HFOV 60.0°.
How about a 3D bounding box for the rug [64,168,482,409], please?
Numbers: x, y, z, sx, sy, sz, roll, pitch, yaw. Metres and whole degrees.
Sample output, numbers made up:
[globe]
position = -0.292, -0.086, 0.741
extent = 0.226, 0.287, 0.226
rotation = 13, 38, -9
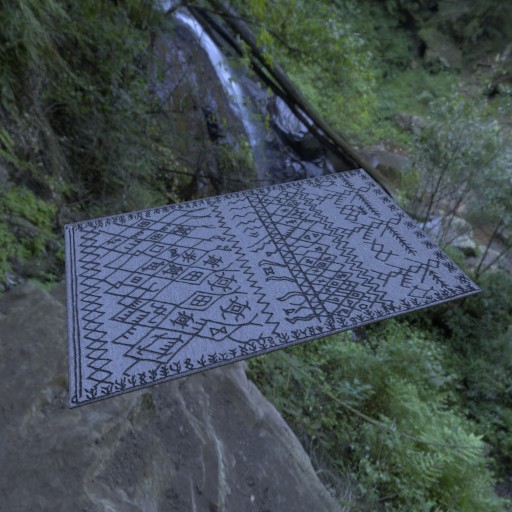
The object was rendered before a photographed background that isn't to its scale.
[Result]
[rug]
position = 0.000, 0.000, 2.991
extent = 2.444, 0.012, 1.526
rotation = -13, 44, -14
